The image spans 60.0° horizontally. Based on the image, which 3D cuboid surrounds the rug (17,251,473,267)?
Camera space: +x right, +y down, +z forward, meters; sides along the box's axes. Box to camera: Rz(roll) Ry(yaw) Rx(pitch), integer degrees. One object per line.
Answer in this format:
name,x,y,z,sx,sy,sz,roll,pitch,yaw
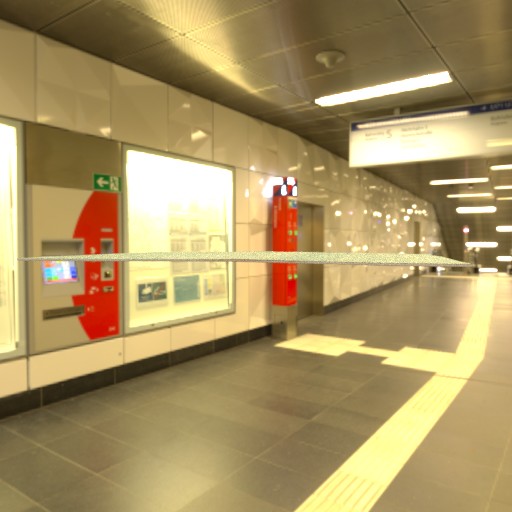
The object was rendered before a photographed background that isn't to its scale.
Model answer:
rug,0.000,0.000,2.893,2.305,0.029,1.593,1,2,16
